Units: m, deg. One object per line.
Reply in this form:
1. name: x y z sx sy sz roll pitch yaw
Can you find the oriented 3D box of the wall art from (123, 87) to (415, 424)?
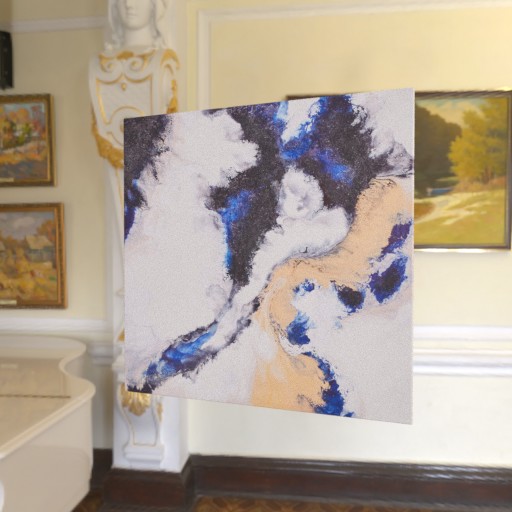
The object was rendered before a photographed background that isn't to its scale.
1. wall art: 0.000 0.000 0.909 0.609 0.609 0.039 0 1 18
